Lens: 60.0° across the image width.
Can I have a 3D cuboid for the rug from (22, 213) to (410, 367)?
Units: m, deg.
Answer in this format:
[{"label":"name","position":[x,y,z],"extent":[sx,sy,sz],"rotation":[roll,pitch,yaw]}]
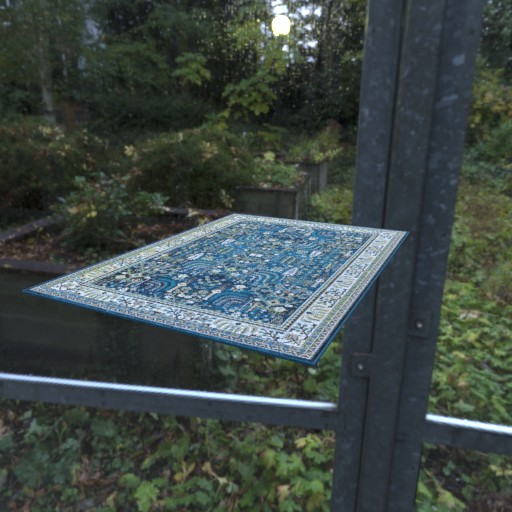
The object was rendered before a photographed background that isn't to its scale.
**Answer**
[{"label":"rug","position":[0.000,0.000,2.889],"extent":[1.594,0.013,2.213],"rotation":[9,19,26]}]
